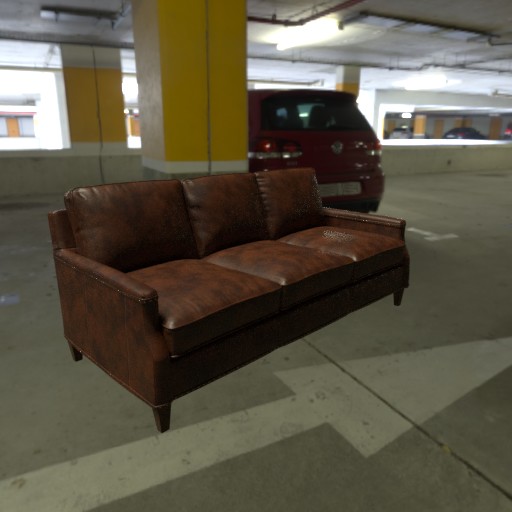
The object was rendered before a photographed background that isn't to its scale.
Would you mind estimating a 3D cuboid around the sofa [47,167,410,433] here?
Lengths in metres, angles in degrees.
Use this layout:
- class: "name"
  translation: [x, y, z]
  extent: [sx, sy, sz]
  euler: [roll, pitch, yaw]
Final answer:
- class: "sofa"
  translation: [0.000, 0.000, 2.872]
  extent: [2.240, 1.003, 1.084]
  euler: [-15, 21, -43]
